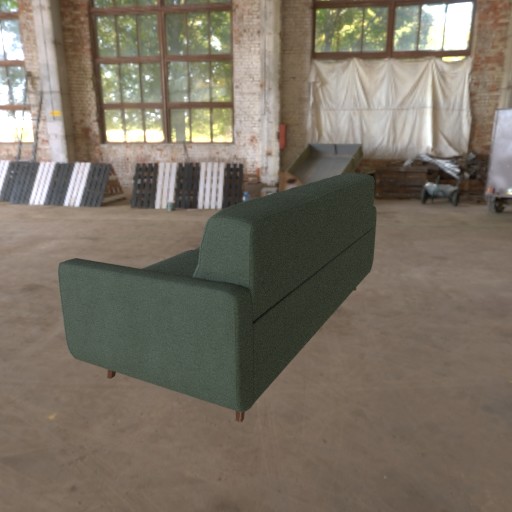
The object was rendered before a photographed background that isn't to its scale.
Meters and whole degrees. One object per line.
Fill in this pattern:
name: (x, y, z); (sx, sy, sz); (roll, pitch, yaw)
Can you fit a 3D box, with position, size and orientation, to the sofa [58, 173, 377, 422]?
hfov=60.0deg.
sofa: (0.000, 0.000, 2.540); (0.909, 0.841, 2.029); (8, 18, 26)
